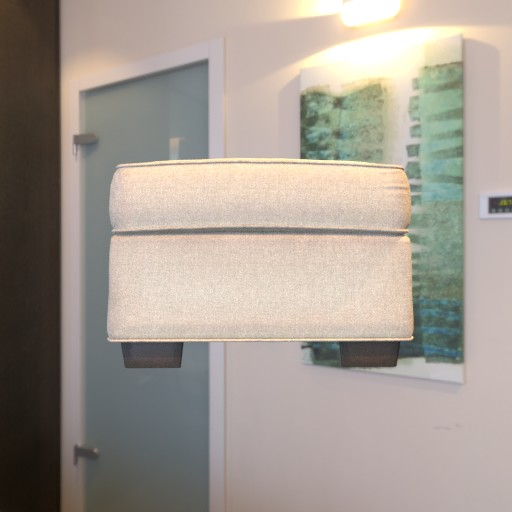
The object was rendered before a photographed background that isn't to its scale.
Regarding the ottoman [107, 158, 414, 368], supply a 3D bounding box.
[{"bbox_3d":[0.000,0.000,1.416,0.617,0.448,1.097,0,0,-1],"label":"ottoman"}]
